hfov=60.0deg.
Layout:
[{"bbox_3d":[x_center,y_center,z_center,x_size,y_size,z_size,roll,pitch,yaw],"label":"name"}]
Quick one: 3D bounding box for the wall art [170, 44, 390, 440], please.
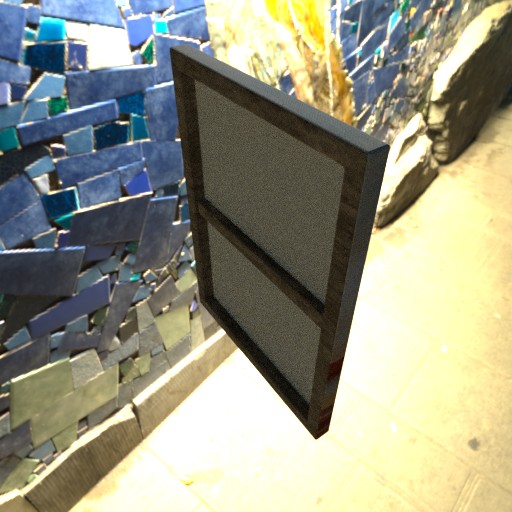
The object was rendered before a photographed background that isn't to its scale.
[{"bbox_3d":[0.000,0.000,0.790,0.035,0.605,0.443,-25,47,-26],"label":"wall art"}]
